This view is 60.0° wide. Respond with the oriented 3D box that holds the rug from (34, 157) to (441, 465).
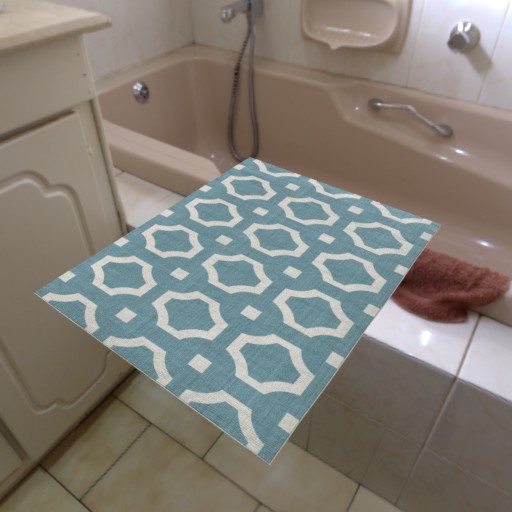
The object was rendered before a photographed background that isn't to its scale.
[{"bbox_3d":[0.000,0.000,4.160,2.466,0.021,3.049,25,46,27],"label":"rug"}]
